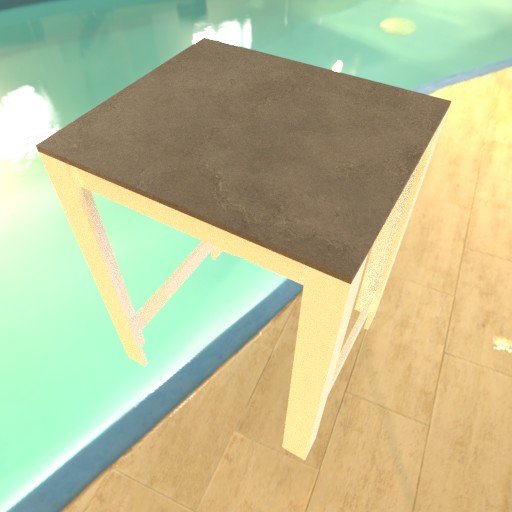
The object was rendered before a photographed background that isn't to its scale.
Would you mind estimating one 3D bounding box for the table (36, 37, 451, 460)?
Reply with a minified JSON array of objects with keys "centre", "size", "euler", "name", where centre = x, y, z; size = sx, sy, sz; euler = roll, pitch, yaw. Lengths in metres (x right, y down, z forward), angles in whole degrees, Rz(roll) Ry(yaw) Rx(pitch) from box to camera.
[{"centre":[0.000,0.000,1.497],"size":[0.800,1.020,0.700],"euler":[24,53,19],"name":"table"}]
